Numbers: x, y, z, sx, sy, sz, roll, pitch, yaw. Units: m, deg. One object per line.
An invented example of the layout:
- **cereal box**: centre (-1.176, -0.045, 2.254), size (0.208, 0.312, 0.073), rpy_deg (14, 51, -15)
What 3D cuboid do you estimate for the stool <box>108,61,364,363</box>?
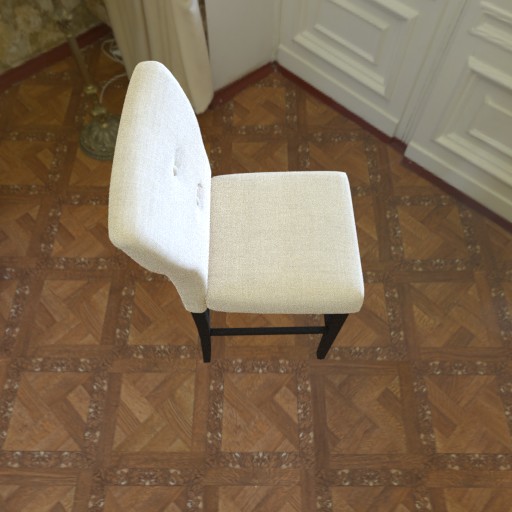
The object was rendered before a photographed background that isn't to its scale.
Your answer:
- **stool**: centre (0.000, 0.000, 1.444), size (0.603, 1.124, 0.516), rpy_deg (-1, 63, -1)
